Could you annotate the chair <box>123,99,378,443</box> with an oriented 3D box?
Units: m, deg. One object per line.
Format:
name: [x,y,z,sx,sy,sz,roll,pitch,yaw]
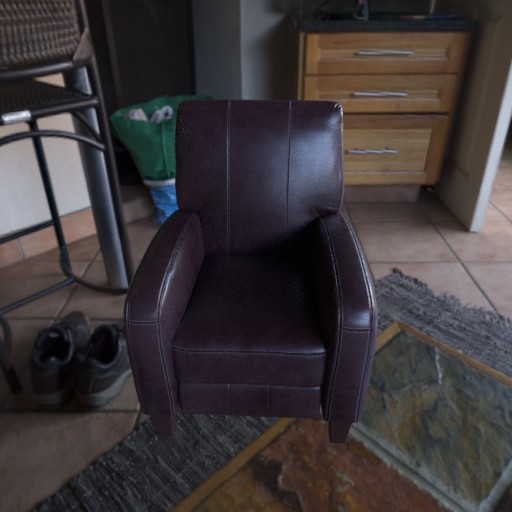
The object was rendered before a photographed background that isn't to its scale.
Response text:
chair: [0.000,0.000,1.668,0.762,0.990,0.990,1,31,2]
